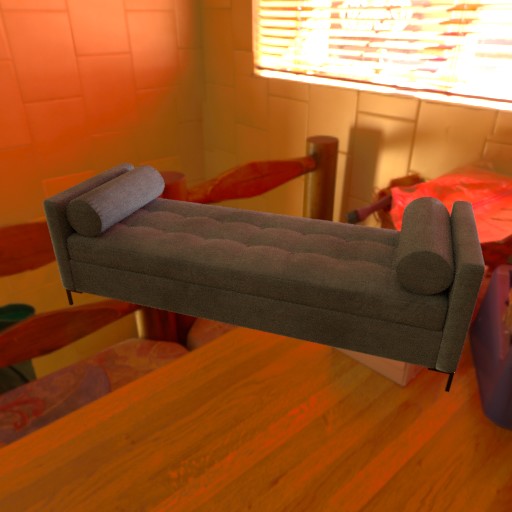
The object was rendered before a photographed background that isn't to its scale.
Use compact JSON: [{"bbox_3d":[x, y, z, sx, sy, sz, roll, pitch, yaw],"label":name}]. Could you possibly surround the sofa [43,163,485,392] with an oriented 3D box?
[{"bbox_3d":[0.000,0.000,2.292,1.981,0.635,0.686,9,30,17],"label":"sofa"}]
